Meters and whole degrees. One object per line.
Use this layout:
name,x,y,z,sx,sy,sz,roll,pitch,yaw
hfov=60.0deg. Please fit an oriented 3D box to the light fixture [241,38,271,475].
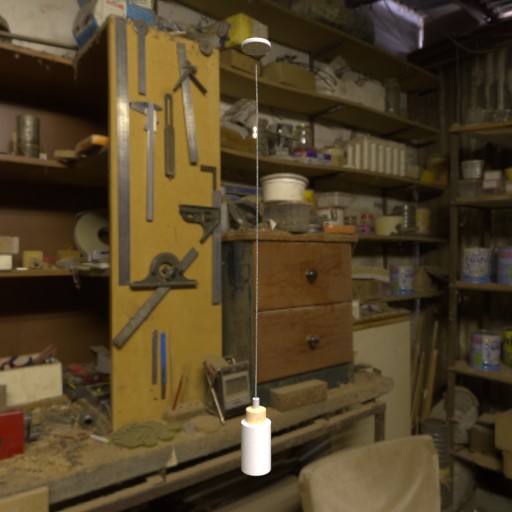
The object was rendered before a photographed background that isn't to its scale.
light fixture,0.000,0.000,1.883,0.125,1.798,0.125,0,0,-37
